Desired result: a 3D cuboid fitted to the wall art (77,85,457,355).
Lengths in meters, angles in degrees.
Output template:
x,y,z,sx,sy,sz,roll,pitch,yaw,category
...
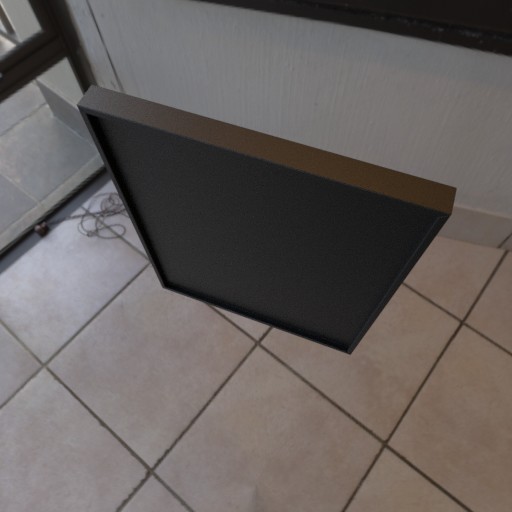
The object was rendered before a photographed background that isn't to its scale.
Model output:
x,y,z,sx,sy,sz,roll,pitch,yaw,category
0.000,0.000,0.753,0.449,0.555,0.039,18,64,9,wall art
